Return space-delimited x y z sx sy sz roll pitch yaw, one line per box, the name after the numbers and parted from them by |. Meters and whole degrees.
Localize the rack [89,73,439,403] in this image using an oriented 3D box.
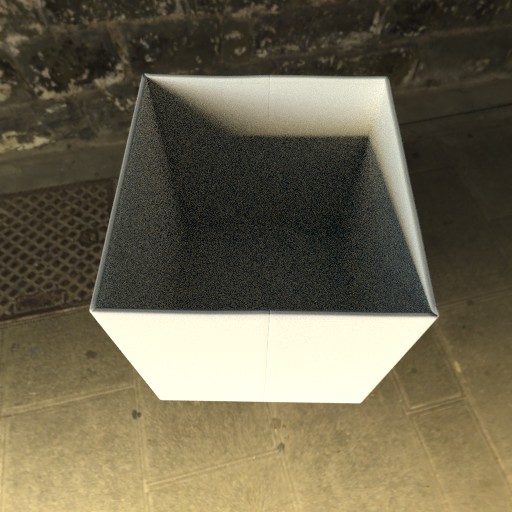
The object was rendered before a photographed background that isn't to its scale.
0.000 0.000 0.504 0.270 0.280 0.270 1 59 0 | rack
